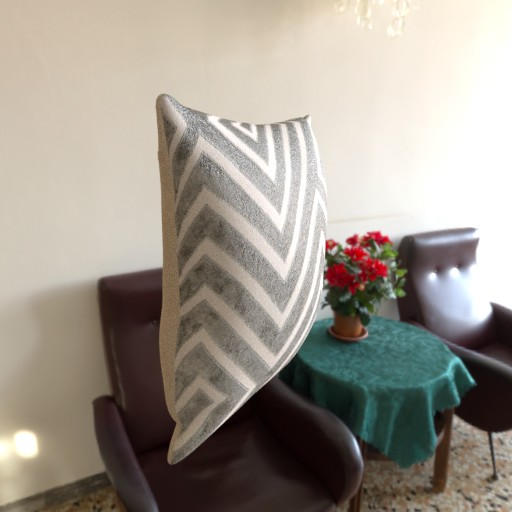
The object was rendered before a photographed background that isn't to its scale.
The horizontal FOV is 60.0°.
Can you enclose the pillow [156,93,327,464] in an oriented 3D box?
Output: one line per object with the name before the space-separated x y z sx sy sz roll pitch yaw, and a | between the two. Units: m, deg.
pillow | 0.000 0.000 0.679 0.182 0.441 0.440 8 17 26
